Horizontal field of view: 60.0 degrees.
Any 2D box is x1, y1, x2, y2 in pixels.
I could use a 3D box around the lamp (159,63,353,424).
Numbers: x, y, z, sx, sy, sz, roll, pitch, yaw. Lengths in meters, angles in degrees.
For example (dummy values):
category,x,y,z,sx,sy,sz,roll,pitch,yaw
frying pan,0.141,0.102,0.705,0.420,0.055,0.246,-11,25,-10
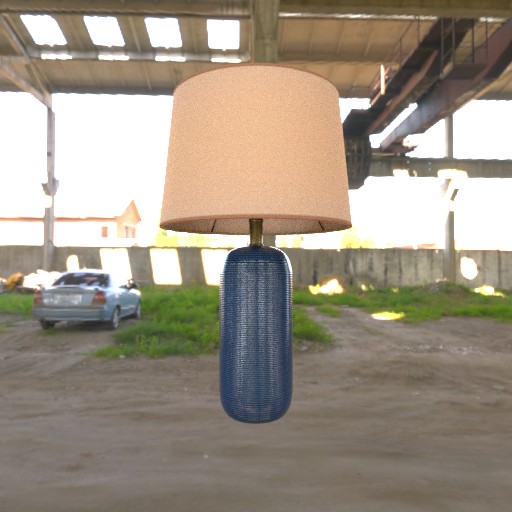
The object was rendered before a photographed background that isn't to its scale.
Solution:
category,x,y,z,sx,sy,sz,roll,pitch,yaw
lamp,0.000,0.000,0.859,0.367,0.609,0.367,0,-2,0
